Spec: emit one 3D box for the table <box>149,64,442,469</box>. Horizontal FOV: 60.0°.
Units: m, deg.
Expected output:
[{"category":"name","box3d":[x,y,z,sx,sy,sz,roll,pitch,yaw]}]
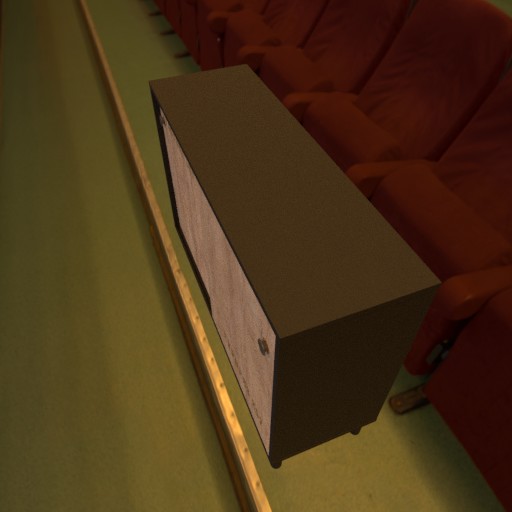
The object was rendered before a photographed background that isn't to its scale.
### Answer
[{"category":"table","box3d":[0.000,0.000,1.616,0.400,0.855,1.200,-16,49,-15]}]
